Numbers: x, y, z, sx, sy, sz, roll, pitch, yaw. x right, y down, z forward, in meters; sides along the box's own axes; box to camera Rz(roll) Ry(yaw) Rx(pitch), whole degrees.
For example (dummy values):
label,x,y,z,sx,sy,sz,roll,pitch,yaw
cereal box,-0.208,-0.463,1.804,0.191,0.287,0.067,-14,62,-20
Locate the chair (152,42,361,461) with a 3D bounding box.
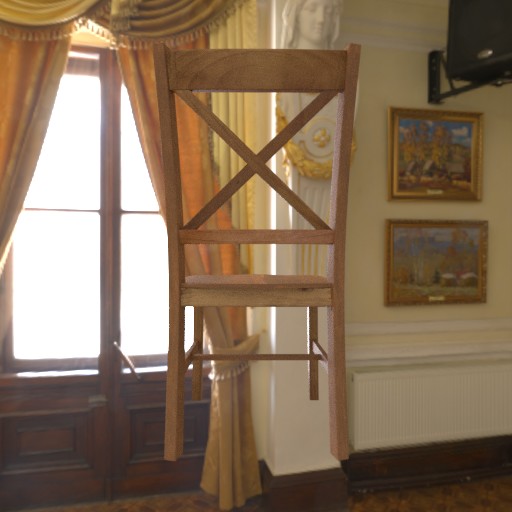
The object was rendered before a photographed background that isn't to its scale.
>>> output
label,x,y,z,sx,sy,sz,roll,pitch,yaw
chair,0.000,0.000,1.274,0.485,0.983,0.542,0,0,0
